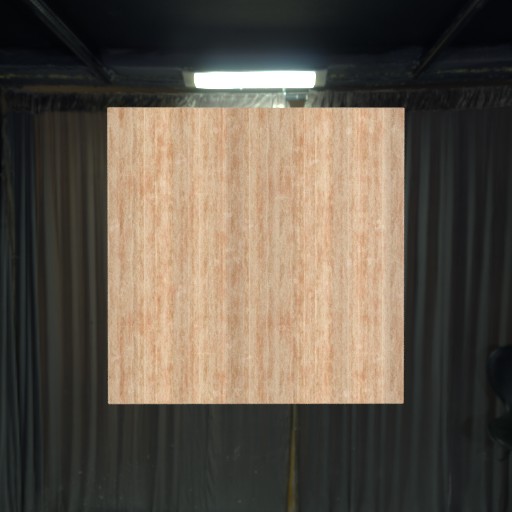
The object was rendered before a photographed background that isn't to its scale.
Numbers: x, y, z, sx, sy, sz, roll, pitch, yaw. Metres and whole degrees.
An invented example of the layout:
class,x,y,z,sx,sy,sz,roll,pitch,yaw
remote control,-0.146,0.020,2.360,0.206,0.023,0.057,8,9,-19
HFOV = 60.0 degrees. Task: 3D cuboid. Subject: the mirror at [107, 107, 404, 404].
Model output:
class,x,y,z,sx,sy,sz,roll,pitch,yaw
mirror,0.000,0.000,0.998,0.651,0.651,0.047,0,0,0
